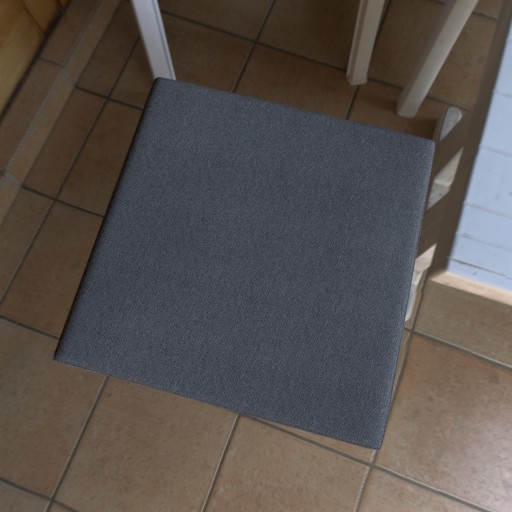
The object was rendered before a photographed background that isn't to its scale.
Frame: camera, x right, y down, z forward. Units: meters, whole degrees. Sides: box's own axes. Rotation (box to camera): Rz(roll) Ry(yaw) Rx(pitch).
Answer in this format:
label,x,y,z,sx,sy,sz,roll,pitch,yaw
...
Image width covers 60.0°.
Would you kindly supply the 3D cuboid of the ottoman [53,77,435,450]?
label,x,y,z,sx,sy,sz,roll,pitch,yaw
ottoman,0.000,0.000,1.499,0.970,0.378,0.981,14,76,4
